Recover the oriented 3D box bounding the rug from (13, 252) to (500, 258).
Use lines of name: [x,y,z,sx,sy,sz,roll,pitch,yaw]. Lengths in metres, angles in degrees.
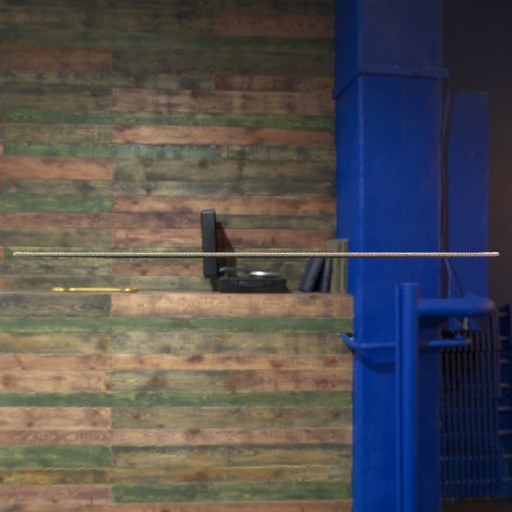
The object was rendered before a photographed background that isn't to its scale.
rug: [0.000,0.000,2.268,1.840,0.015,1.225,0,-1,-1]
